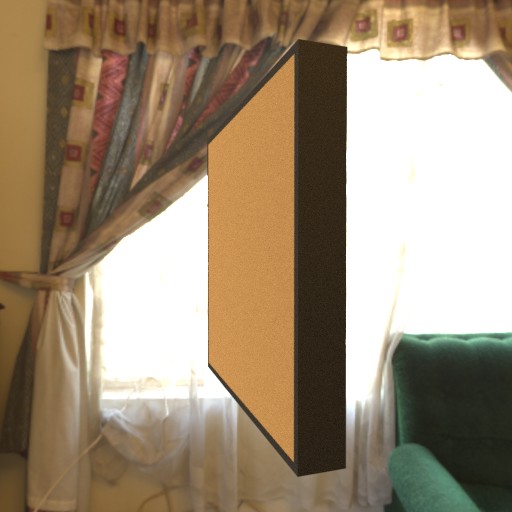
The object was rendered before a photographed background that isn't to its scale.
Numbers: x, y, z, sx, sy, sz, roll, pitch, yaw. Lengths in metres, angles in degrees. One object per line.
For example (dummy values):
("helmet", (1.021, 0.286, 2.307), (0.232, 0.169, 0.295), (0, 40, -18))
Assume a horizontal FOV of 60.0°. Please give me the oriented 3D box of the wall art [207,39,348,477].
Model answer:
("wall art", (0.000, 0.000, 0.458), (0.038, 0.304, 0.304), (0, 1, -18))
